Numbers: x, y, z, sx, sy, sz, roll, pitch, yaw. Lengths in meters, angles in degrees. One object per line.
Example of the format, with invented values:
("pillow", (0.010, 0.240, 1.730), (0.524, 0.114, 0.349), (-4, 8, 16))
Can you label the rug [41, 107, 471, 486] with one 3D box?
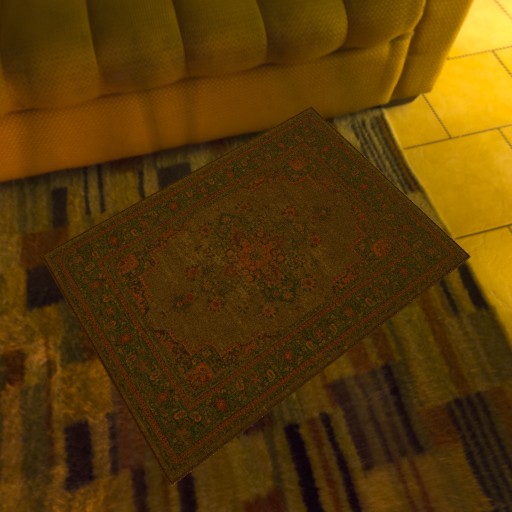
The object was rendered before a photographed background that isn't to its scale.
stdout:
("rug", (0.000, 0.000, 2.814), (2.214, 0.013, 1.609), (-33, 67, -16))
